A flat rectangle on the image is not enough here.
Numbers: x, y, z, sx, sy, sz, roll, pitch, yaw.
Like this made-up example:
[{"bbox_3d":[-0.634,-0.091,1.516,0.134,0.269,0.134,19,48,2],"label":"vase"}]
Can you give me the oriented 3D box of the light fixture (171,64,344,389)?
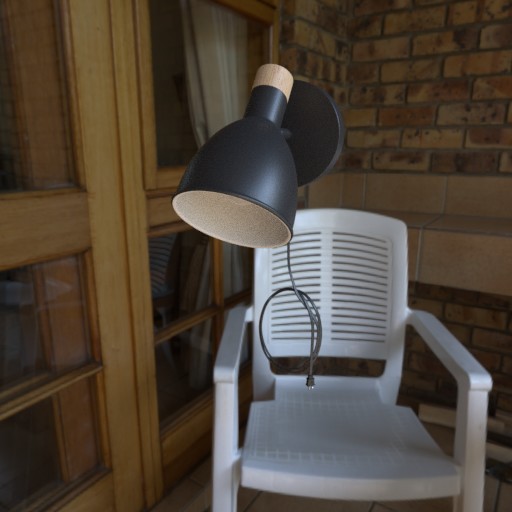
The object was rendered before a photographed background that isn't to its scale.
[{"bbox_3d":[0.000,0.000,0.488,0.127,0.401,0.203,7,16,26],"label":"light fixture"}]
